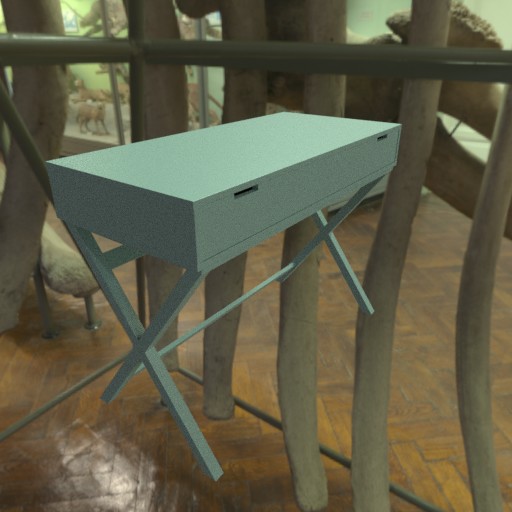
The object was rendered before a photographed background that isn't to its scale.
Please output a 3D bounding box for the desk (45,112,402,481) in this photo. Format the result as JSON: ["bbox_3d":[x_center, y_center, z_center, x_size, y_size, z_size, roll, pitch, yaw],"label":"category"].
[{"bbox_3d":[0.000,0.000,1.505,0.509,0.780,1.059,18,31,33],"label":"desk"}]
